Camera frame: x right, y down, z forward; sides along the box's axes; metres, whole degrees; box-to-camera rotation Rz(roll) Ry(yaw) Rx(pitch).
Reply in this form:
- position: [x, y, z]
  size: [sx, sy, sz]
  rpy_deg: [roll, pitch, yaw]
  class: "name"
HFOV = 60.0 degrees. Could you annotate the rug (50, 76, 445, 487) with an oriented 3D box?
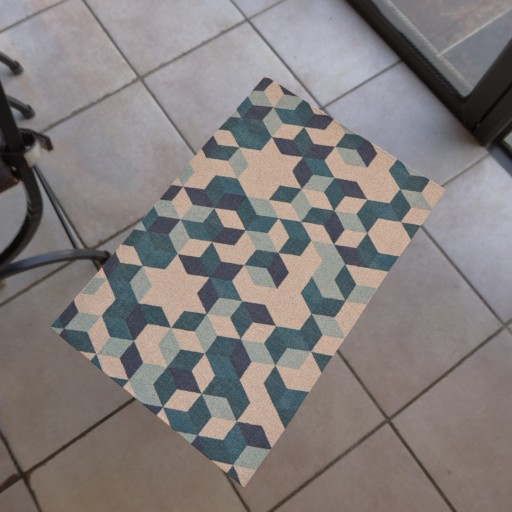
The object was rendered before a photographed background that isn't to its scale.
- position: [0.000, 0.000, 2.317]
  size: [1.235, 0.014, 1.829]
  rpy_deg: [36, 78, 9]
  class: "rug"
